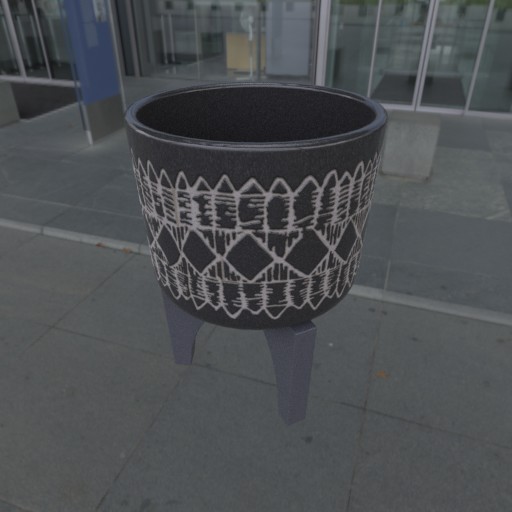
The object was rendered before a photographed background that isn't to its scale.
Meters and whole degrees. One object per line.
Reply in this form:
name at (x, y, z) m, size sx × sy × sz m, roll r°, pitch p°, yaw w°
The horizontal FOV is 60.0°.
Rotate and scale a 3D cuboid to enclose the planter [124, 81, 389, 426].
planter at (0.000, 0.000, 0.268) m, size 0.129 × 0.177 × 0.129 m, roll 0°, pitch 32°, yaw 0°
